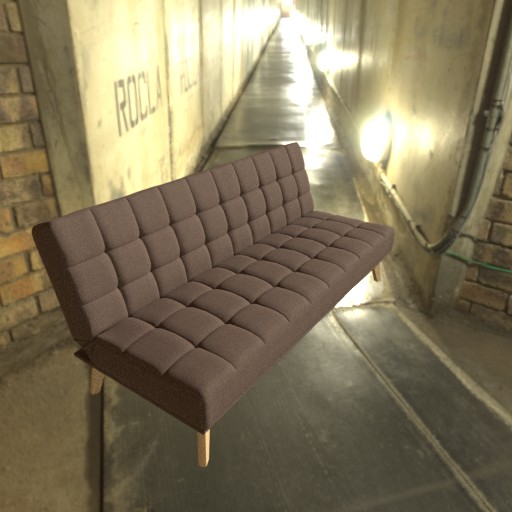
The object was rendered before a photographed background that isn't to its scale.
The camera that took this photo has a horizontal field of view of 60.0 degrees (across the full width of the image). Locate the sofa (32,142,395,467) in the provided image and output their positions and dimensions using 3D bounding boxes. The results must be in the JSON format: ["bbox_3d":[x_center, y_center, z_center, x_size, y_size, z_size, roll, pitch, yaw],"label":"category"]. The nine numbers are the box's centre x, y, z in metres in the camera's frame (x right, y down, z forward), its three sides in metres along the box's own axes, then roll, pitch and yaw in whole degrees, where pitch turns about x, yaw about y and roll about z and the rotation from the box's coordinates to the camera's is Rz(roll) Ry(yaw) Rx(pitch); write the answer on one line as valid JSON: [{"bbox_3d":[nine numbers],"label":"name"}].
[{"bbox_3d":[0.000,0.000,2.276,0.860,0.810,1.800,17,31,31],"label":"sofa"}]
